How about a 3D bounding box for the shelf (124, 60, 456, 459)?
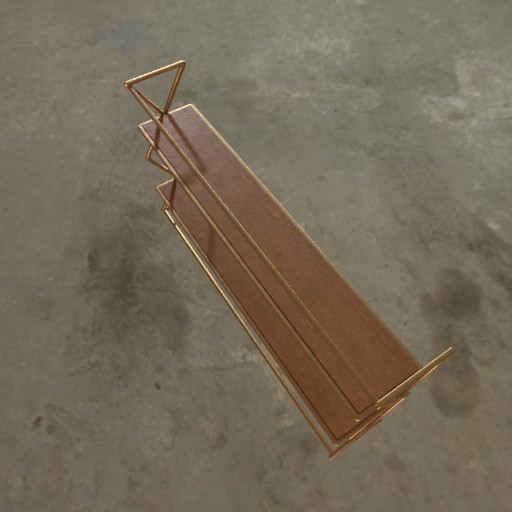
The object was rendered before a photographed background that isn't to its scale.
[{"bbox_3d":[0.000,0.000,0.986,0.150,0.450,0.822,-29,62,-17],"label":"shelf"}]
